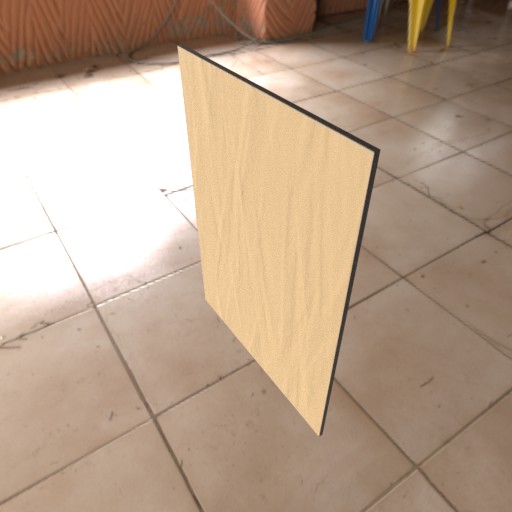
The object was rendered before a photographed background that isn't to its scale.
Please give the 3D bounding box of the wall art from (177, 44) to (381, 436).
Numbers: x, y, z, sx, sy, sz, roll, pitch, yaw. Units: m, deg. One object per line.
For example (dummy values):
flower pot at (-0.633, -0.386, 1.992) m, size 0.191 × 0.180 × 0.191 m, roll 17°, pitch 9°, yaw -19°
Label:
wall art at (0.000, 0.000, 1.459) m, size 0.016 × 1.116 × 0.810 m, roll -25°, pitch 47°, yaw -25°
